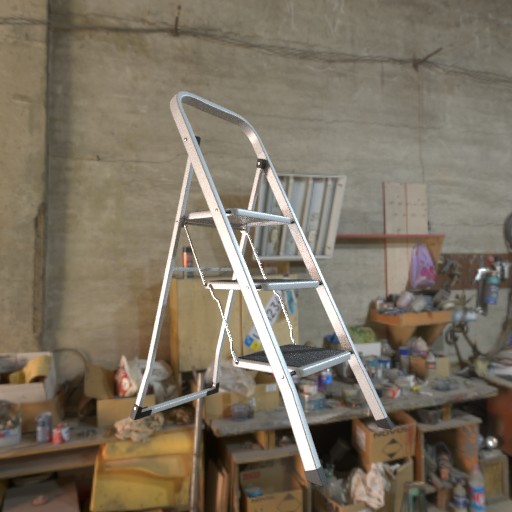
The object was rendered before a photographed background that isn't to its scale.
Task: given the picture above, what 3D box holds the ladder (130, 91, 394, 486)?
[{"bbox_3d":[0.000,0.000,1.395,0.711,1.050,0.460,-1,-2,36],"label":"ladder"}]
